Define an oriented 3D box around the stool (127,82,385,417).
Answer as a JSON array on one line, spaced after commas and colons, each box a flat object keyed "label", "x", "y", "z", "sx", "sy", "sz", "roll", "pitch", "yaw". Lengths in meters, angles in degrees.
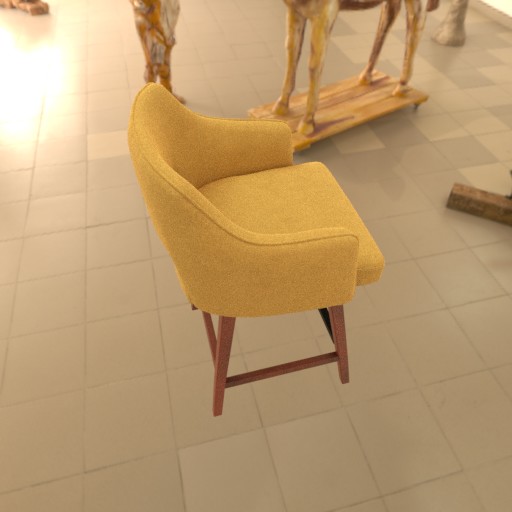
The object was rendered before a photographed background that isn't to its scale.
[{"label": "stool", "x": 0.000, "y": 0.000, "z": 1.283, "sx": 0.558, "sy": 0.924, "sz": 0.548, "roll": -11, "pitch": 47, "yaw": -10}]
